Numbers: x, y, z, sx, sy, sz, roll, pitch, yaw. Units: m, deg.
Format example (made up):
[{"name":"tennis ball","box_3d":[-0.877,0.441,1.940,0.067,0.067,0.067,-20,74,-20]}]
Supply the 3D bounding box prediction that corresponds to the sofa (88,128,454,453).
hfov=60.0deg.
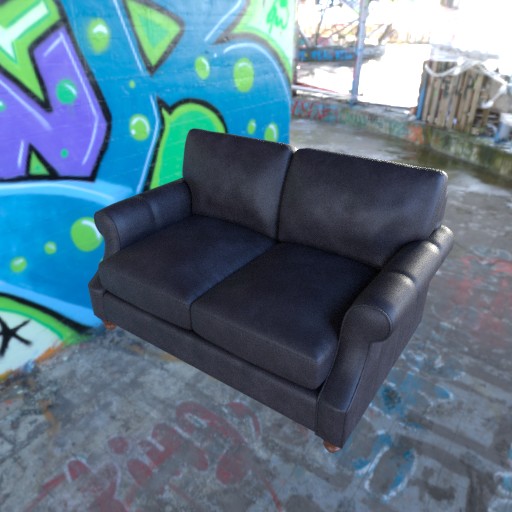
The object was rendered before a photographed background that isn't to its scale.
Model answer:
[{"name":"sofa","box_3d":[0.000,0.000,2.271,1.663,0.979,1.030,19,34,30]}]
